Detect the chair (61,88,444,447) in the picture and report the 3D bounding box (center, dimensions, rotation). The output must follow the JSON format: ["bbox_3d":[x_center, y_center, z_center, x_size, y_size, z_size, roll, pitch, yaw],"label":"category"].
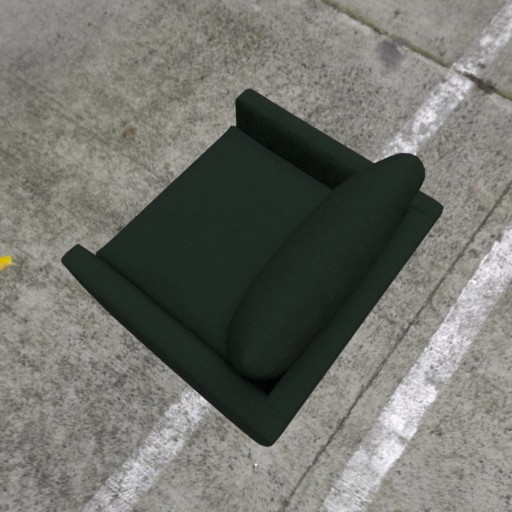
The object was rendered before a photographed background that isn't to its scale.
[{"bbox_3d":[0.000,0.000,1.590,0.866,0.861,0.963,36,70,16],"label":"chair"}]
